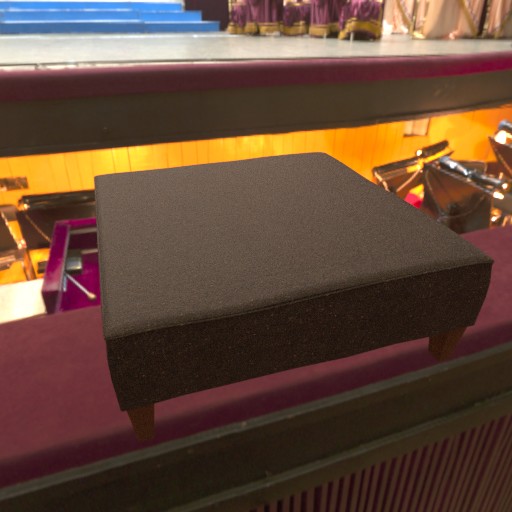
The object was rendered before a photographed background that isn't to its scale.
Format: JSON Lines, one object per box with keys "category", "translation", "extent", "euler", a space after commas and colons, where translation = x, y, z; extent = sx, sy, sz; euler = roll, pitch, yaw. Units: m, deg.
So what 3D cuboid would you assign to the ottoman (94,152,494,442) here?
{"category": "ottoman", "translation": [0.000, 0.000, 1.483], "extent": [0.968, 0.382, 1.004], "euler": [-9, 31, -16]}
